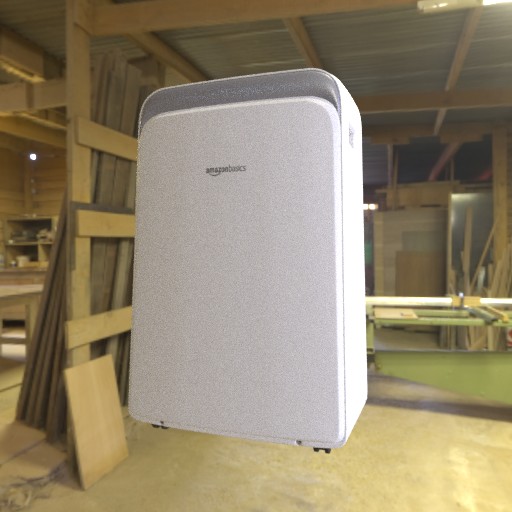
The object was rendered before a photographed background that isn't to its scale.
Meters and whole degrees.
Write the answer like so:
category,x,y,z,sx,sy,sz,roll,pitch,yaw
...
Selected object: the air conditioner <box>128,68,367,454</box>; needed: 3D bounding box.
category,x,y,z,sx,sy,sz,roll,pitch,yaw
air conditioner,0.000,0.000,0.950,0.454,0.700,0.365,0,1,19
